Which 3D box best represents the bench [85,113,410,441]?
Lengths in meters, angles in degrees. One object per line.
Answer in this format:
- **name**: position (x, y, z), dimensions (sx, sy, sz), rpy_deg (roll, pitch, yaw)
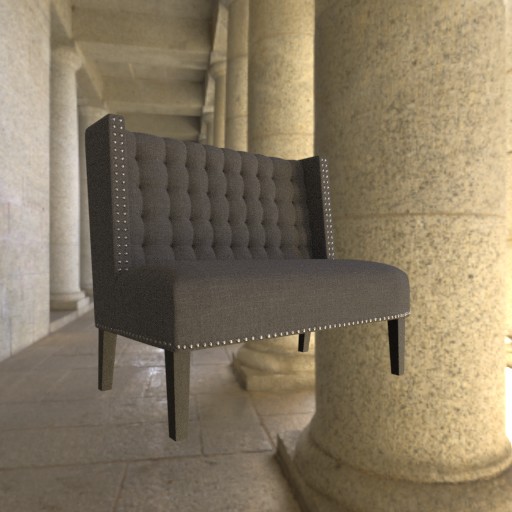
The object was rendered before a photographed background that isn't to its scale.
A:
- **bench**: position (0.000, 0.000, 2.006), dimensions (1.276, 1.121, 0.842), rpy_deg (0, 0, -39)
